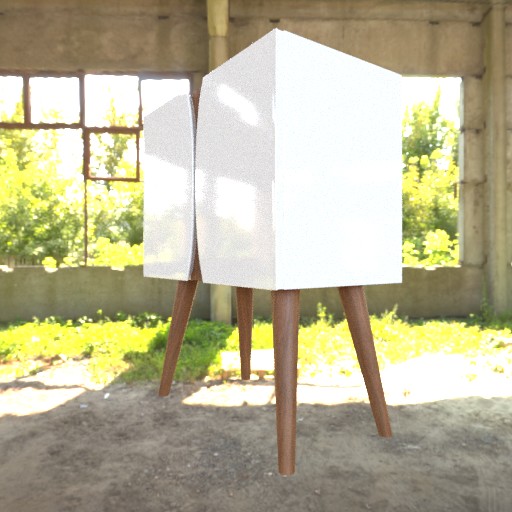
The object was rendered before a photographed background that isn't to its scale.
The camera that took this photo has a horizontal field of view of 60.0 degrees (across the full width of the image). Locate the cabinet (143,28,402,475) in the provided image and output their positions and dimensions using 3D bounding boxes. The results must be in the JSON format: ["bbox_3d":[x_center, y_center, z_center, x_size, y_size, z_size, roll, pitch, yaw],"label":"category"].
[{"bbox_3d":[0.000,0.000,1.084,0.344,0.772,0.591,0,0,-36],"label":"cabinet"}]
